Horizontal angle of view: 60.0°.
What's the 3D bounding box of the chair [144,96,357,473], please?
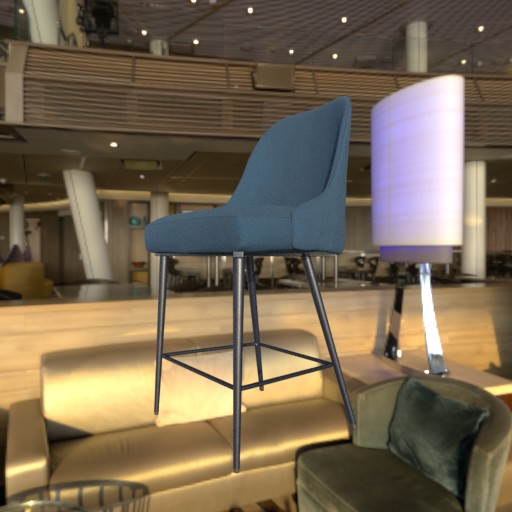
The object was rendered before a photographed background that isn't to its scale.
[{"bbox_3d":[0.000,0.000,1.251,0.489,0.927,0.526,0,1,-36],"label":"chair"}]
